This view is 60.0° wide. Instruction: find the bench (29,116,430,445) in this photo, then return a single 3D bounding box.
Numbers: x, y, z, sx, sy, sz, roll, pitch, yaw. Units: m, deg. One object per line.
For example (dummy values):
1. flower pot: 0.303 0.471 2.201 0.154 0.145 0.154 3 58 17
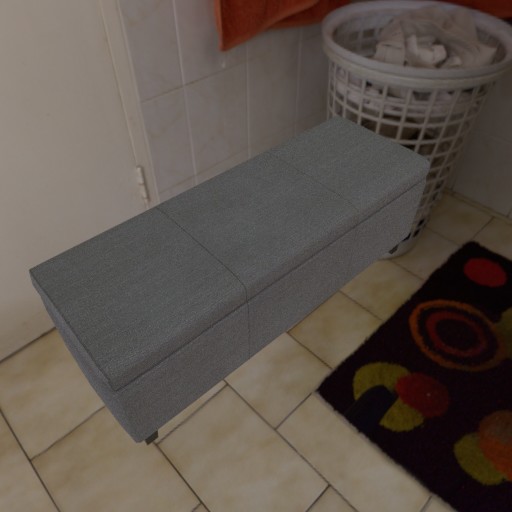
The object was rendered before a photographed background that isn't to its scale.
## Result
1. bench: 0.000 0.000 1.494 1.269 0.438 0.446 -33 54 -28
